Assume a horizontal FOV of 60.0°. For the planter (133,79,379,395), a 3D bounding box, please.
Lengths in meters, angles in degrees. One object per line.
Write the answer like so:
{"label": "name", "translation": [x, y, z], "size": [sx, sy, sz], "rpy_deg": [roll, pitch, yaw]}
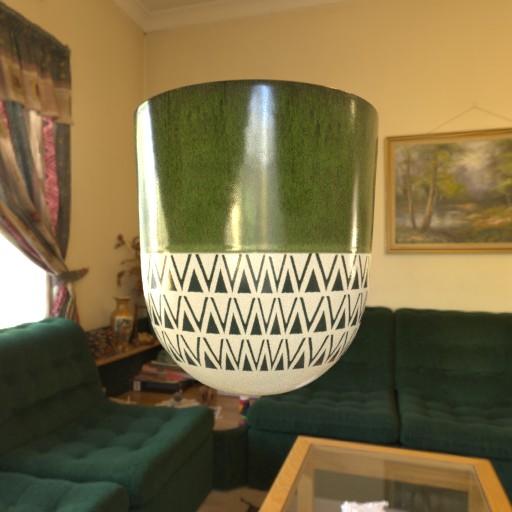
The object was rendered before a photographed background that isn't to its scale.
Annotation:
{"label": "planter", "translation": [0.000, 0.000, 0.459], "size": [0.245, 0.270, 0.245], "rpy_deg": [0, 0, 0]}
